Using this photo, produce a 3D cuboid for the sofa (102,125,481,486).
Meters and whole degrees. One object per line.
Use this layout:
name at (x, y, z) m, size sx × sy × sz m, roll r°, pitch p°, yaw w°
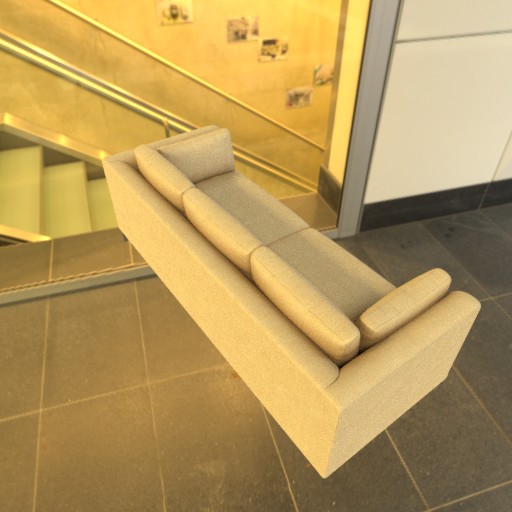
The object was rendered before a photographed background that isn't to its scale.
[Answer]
sofa at (0.000, 0.000, 2.843) m, size 0.969 × 0.867 × 2.415 m, roll -26°, pitch 48°, yaw -26°
